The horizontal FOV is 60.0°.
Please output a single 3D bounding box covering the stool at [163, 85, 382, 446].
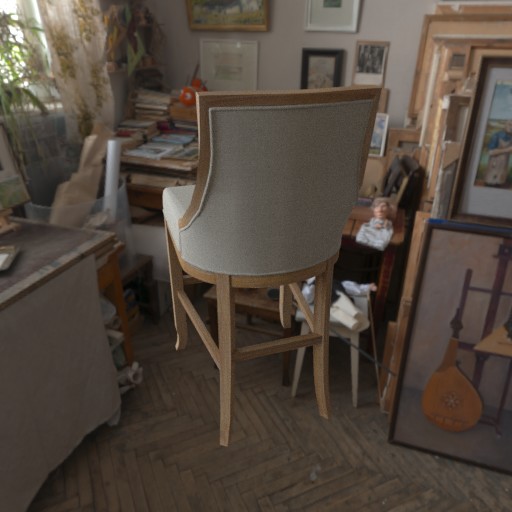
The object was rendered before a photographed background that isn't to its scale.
[{"bbox_3d":[0.000,0.000,1.465,0.524,1.101,0.626,-9,29,-16],"label":"stool"}]
